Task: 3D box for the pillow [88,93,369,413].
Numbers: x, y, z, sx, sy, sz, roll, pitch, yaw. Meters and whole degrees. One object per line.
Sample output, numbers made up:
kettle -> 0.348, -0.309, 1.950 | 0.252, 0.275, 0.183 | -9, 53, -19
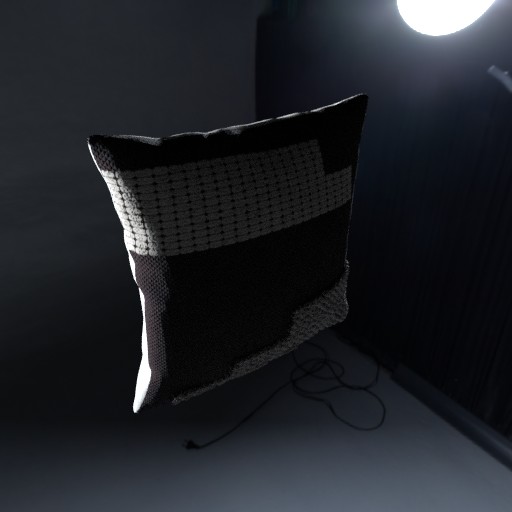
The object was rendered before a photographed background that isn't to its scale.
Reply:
pillow -> 0.000, 0.000, 0.730 | 0.475, 0.473, 0.178 | -20, 36, -31
